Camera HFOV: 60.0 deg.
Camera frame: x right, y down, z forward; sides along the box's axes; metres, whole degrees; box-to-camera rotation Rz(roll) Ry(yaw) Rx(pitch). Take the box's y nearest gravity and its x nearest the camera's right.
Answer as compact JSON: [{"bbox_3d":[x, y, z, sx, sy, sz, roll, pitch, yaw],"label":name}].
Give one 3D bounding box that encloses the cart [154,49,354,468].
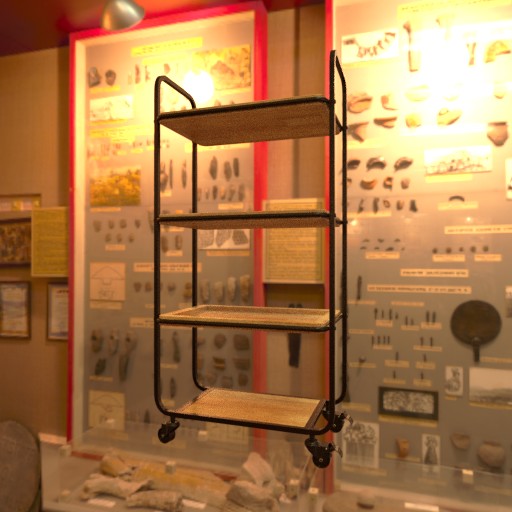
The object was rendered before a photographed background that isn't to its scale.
[{"bbox_3d":[0.000,0.000,1.323,0.545,1.080,0.321,0,0,19],"label":"cart"}]
